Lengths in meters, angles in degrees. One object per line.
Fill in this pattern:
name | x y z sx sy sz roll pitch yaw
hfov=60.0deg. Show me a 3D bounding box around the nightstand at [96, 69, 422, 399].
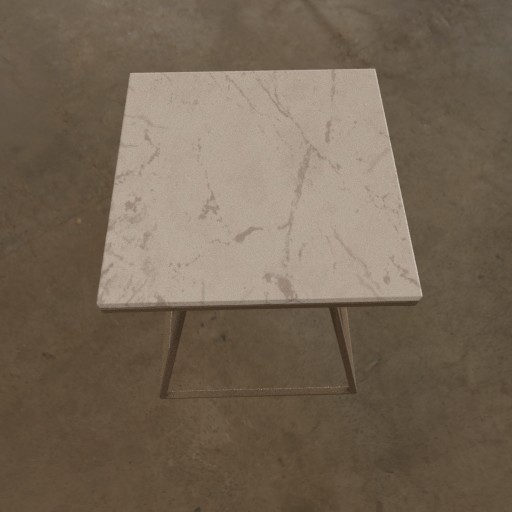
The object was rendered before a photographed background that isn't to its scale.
nightstand | 0.000 0.000 0.887 0.455 0.554 0.455 -1 63 -1
